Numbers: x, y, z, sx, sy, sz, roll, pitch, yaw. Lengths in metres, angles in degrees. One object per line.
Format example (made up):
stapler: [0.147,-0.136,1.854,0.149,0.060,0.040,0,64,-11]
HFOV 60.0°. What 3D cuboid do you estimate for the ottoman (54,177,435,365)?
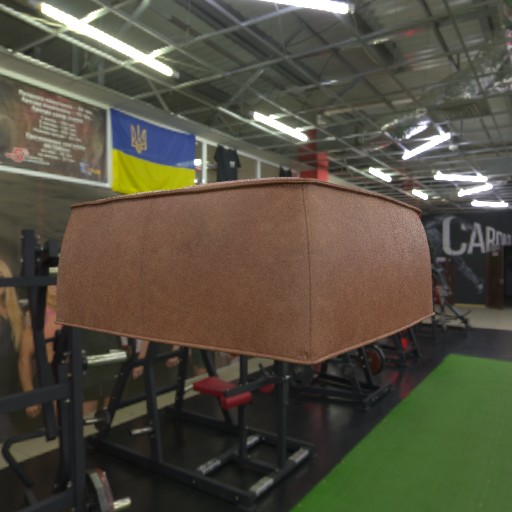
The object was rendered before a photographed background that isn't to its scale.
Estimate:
ottoman: [0.000,0.000,1.389,0.902,0.395,0.901,0,0,36]
